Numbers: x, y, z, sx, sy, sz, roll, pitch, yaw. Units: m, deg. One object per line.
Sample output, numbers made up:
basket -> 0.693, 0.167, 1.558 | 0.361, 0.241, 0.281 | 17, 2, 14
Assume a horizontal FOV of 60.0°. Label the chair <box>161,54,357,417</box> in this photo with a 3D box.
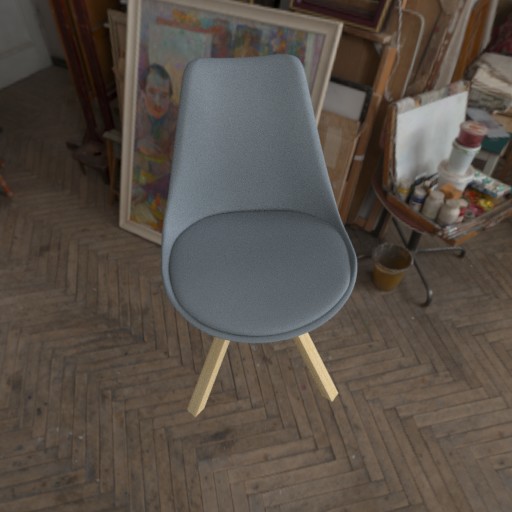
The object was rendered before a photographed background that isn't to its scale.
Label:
chair -> 0.000, 0.000, 1.188 | 0.485, 0.850, 0.549 | -5, 47, -5
